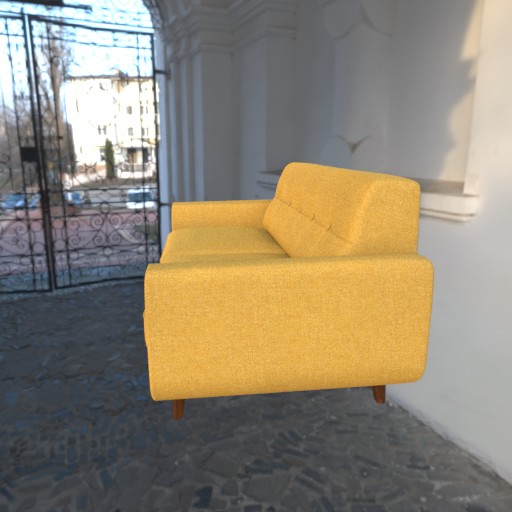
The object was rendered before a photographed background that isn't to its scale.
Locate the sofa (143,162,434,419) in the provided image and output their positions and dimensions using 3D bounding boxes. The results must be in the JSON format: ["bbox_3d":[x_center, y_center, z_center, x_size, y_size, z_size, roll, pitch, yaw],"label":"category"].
[{"bbox_3d":[0.000,0.000,2.114,0.909,0.841,1.631,-2,14,-7],"label":"sofa"}]
